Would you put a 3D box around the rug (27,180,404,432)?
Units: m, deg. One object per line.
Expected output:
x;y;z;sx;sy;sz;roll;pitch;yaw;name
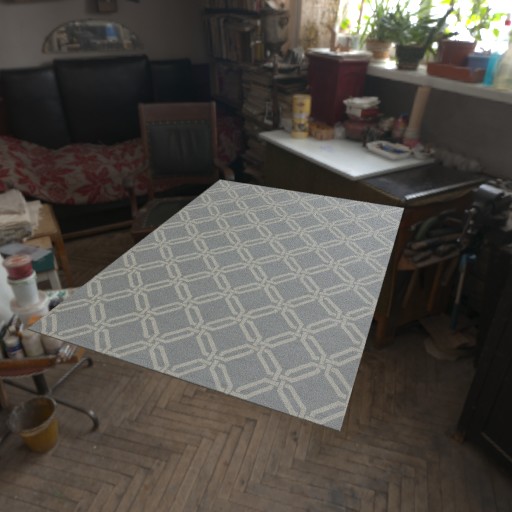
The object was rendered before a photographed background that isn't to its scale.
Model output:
0.000;0.000;4.348;2.438;0.013;3.353;12;33;19;rug
